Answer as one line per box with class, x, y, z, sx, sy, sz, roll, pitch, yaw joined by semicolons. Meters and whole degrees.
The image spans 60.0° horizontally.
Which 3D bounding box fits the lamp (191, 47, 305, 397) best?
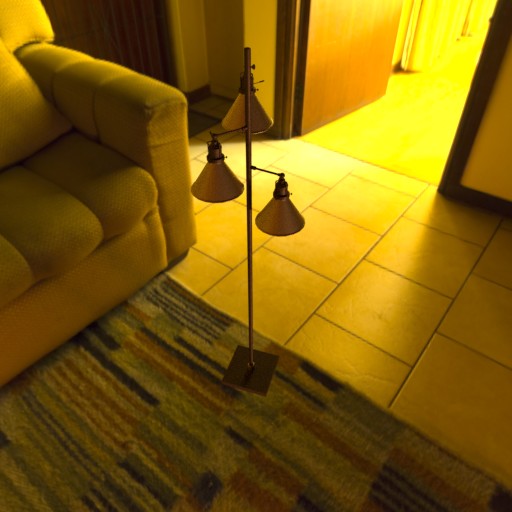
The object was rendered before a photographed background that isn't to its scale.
lamp;0.000;0.000;1.935;0.415;1.716;0.428;12;43;13
